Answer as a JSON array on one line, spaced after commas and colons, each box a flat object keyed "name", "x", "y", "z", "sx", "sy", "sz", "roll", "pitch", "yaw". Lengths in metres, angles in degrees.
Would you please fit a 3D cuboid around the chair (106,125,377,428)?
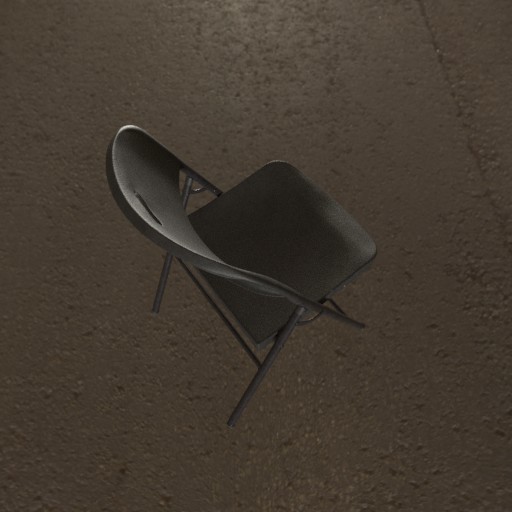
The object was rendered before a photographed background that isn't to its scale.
[{"name": "chair", "x": 0.000, "y": 0.000, "z": 1.181, "sx": 0.566, "sy": 0.810, "sz": 0.494, "roll": -31, "pitch": 62, "yaw": -19}]
